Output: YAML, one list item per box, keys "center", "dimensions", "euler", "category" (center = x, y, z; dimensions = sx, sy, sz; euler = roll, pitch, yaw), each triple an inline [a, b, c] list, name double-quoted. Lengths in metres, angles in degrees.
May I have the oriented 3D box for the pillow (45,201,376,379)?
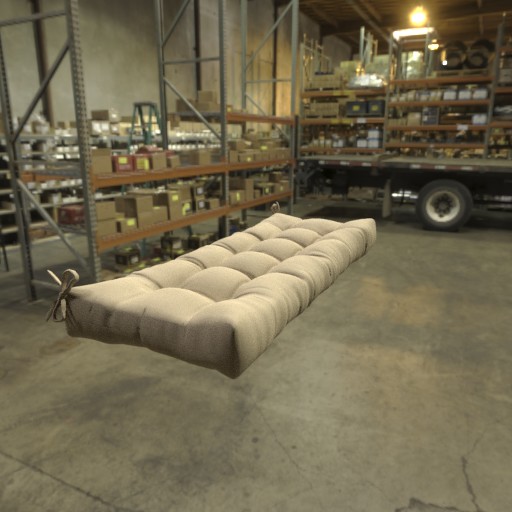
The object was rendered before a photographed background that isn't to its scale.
- center: [0.000, 0.000, 1.352]
  dimensions: [0.511, 0.174, 1.194]
  euler: [7, 17, 26]
  category: "pillow"
